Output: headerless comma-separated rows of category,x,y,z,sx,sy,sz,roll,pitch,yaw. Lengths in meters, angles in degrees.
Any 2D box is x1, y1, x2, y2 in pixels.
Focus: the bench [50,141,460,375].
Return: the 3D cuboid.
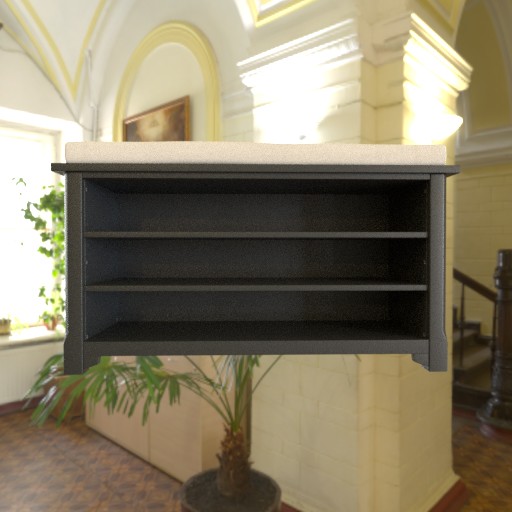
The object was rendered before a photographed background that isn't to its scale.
bench,0.000,0.000,1.226,0.973,0.561,0.345,0,1,-2
